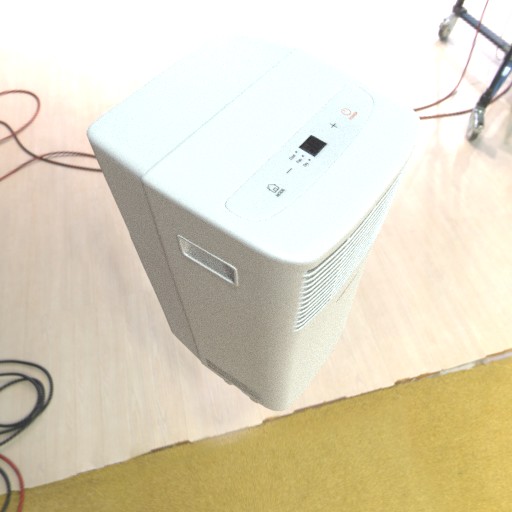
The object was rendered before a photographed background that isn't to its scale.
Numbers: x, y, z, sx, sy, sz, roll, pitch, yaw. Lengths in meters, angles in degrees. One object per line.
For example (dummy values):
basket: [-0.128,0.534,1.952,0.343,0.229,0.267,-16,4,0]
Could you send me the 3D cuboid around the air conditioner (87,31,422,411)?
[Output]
air conditioner: [0.000,0.000,0.775,0.349,0.606,0.304,32,62,19]
